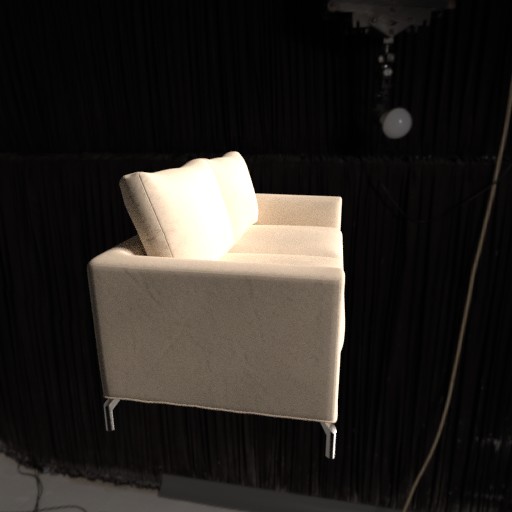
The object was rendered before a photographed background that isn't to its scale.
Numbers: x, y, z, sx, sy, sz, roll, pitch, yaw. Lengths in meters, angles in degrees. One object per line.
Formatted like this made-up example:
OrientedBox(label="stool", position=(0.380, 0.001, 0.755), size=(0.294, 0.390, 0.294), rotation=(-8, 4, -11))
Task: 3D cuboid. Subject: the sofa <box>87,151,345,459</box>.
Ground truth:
OrientedBox(label="sofa", position=(0.000, 0.000, 2.327), size=(0.906, 0.995, 1.739), rotation=(3, 16, 10))
